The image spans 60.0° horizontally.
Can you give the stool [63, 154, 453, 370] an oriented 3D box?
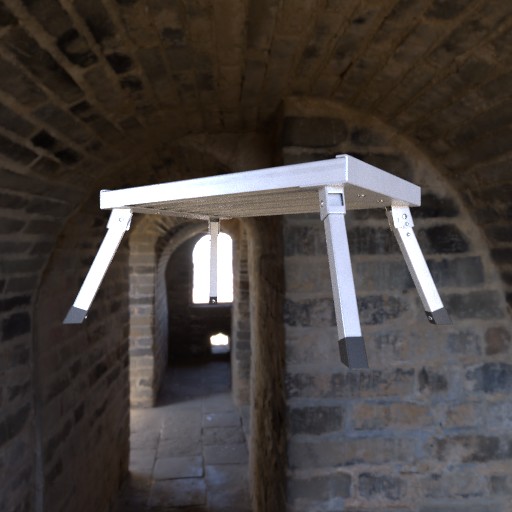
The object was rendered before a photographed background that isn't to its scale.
[{"bbox_3d":[0.000,0.000,0.737,0.535,0.225,0.385,0,0,36],"label":"stool"}]
